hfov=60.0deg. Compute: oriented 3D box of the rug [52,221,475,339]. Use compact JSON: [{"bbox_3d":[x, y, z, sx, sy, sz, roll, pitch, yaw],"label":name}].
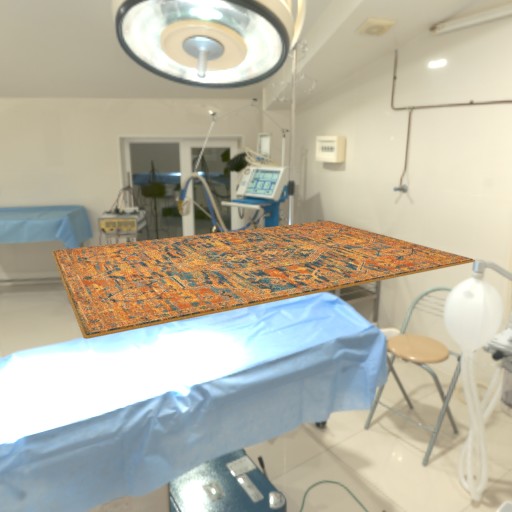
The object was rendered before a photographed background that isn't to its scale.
[{"bbox_3d":[0.000,0.000,1.072,0.863,0.008,0.557,-8,17,-27],"label":"rug"}]
